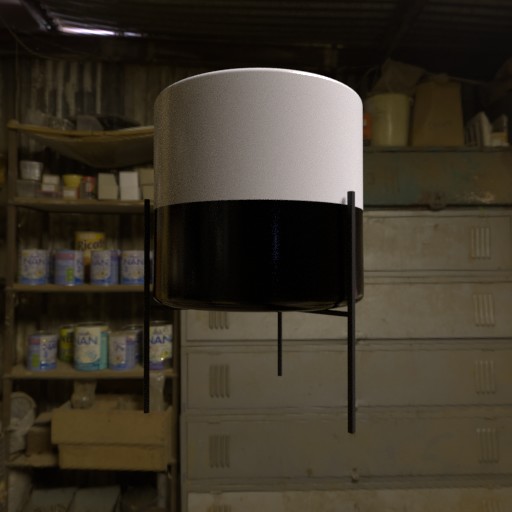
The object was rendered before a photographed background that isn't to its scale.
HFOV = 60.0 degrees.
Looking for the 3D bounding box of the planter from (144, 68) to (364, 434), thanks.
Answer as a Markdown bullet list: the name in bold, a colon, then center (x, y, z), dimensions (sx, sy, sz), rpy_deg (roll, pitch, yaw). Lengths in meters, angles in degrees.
- **planter**: center (0.000, 0.000, 0.657), dimensions (0.310, 0.432, 0.310), rpy_deg (0, -1, 0)
